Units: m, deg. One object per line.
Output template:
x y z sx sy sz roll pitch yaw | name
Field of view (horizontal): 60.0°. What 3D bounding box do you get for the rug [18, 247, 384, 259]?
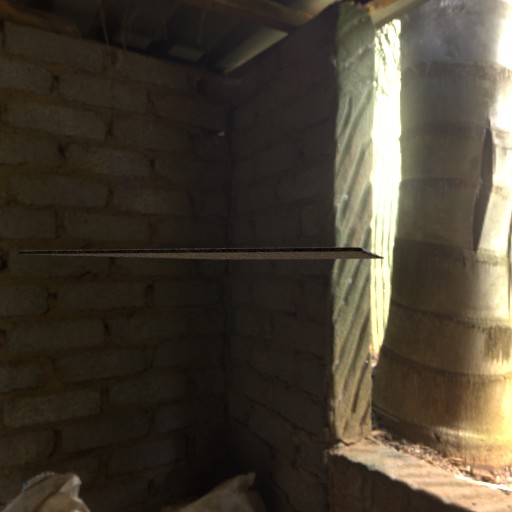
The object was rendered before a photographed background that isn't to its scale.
0.000 0.000 2.161 1.158 0.013 1.752 0 -1 18 | rug
